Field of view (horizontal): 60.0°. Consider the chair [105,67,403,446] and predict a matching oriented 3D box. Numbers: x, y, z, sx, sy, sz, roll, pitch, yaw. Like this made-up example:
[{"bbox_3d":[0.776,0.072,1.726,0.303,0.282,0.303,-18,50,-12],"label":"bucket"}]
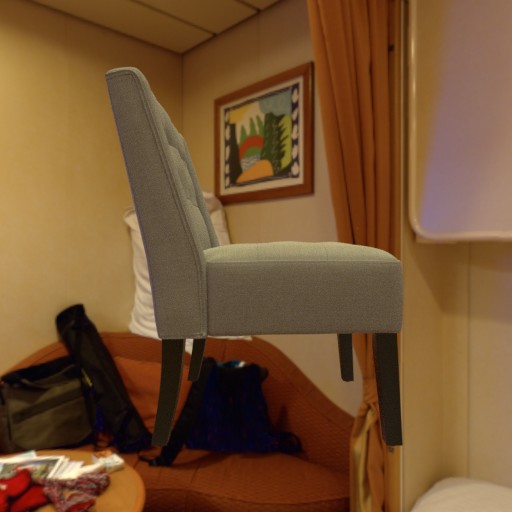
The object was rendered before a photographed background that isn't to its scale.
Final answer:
[{"bbox_3d":[0.000,0.000,1.251,0.676,0.853,0.569,0,0,0],"label":"chair"}]
